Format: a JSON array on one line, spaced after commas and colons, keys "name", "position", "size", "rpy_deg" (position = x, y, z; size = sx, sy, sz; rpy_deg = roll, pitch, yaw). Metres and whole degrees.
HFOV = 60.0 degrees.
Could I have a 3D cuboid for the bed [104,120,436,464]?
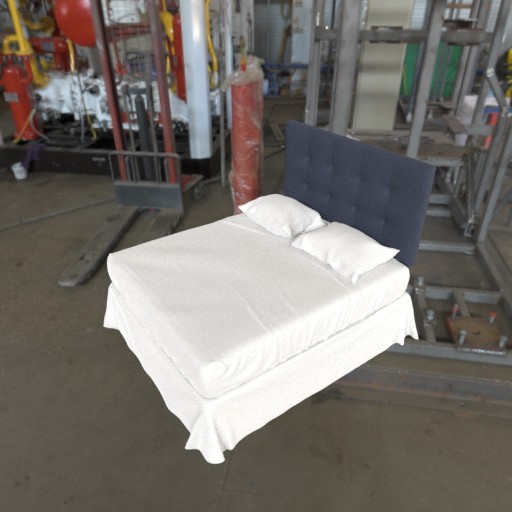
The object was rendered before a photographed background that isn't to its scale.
[{"name": "bed", "position": [0.000, 0.000, 3.627], "size": [2.222, 1.577, 1.936], "rpy_deg": [-21, 37, -30]}]
